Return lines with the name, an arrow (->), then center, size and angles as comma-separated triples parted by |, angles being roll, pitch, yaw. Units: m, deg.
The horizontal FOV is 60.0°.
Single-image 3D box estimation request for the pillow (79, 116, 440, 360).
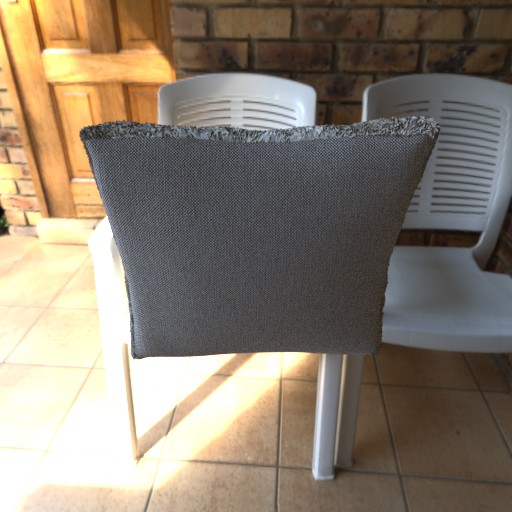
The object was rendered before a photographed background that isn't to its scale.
pillow -> 0.000, 0.000, 0.803 | 0.529, 0.515, 0.218 | -1, 30, -1
